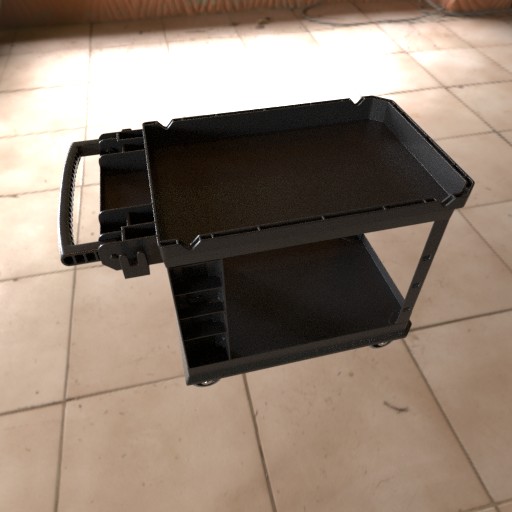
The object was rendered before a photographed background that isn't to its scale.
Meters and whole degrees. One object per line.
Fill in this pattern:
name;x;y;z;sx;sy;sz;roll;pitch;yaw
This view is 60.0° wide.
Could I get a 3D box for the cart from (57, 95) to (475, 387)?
cart;0.000;0.000;1.748;1.239;0.884;0.674;-10;46;-10
